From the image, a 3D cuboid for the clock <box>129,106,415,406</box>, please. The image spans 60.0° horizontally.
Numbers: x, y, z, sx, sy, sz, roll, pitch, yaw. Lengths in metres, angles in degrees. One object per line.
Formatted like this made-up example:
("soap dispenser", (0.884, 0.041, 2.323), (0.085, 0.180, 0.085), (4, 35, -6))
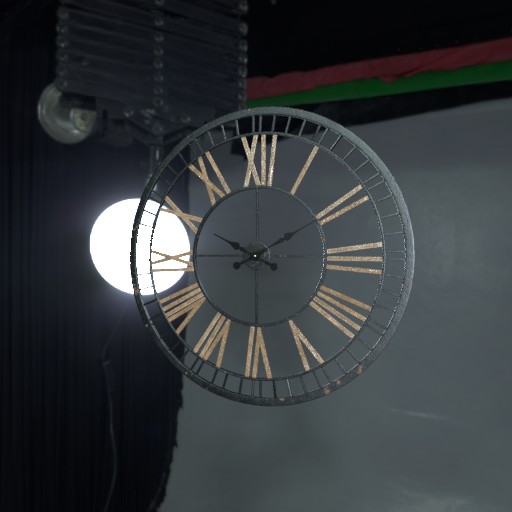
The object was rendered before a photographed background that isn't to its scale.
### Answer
("clock", (0.000, 0.000, 1.249), (0.843, 0.843, 0.025), (0, -1, 19))
